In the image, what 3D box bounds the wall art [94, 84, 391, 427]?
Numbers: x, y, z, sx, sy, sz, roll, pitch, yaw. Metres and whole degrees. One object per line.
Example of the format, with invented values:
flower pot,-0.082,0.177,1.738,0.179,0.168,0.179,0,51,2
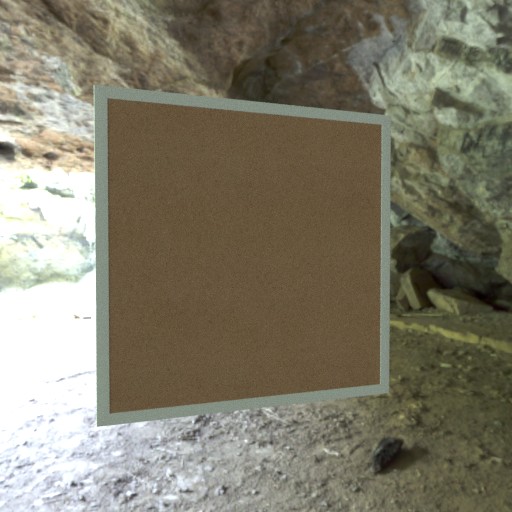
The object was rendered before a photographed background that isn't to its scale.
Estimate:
wall art,0.000,0.000,1.116,0.760,0.760,0.036,0,1,-18
